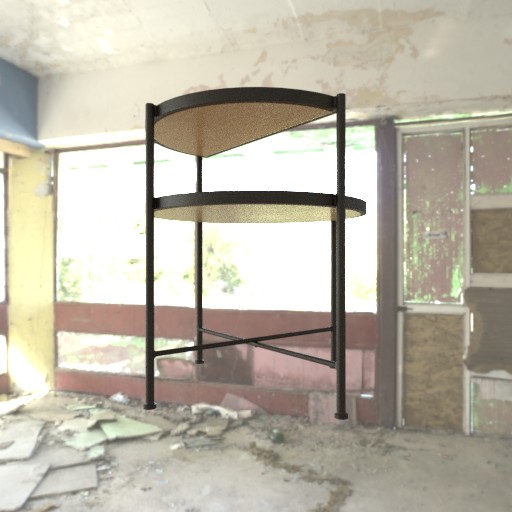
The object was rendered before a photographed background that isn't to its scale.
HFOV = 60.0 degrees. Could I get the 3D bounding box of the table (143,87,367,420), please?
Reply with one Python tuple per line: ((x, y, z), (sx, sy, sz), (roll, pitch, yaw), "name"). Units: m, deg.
((0.000, 0.000, 1.179), (0.628, 0.684, 0.629), (0, 0, -37), "table")
